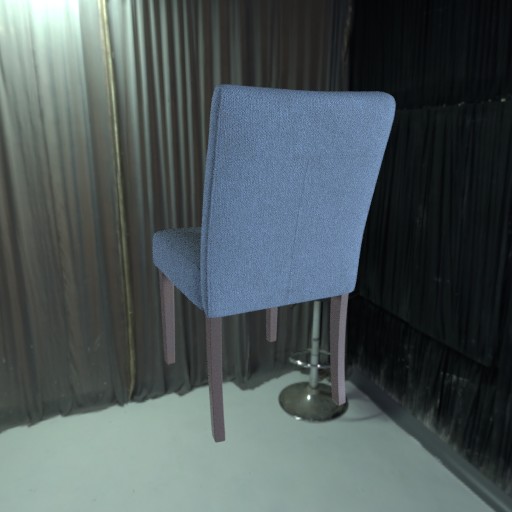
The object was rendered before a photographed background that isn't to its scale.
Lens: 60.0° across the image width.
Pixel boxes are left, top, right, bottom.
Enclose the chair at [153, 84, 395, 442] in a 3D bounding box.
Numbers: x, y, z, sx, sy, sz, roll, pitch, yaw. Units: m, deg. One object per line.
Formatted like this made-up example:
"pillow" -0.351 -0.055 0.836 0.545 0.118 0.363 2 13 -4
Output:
"chair" 0.000 0.000 1.302 0.487 0.882 0.629 -7 17 -24
